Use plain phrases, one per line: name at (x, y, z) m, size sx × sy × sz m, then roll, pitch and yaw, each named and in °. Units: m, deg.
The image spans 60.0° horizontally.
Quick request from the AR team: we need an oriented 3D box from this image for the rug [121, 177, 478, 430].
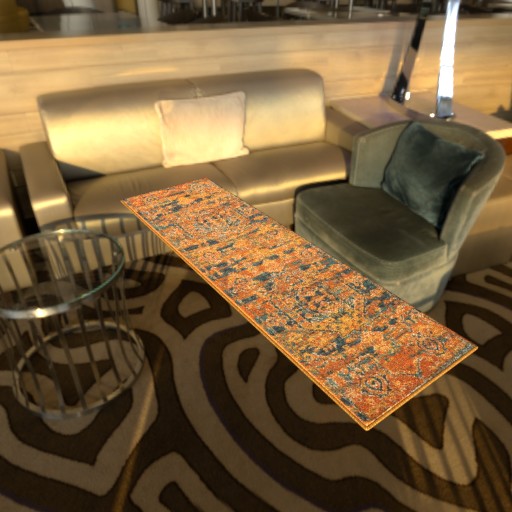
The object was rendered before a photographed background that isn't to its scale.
rug at (0.000, 0.000, 1.991) m, size 0.556 × 0.013 × 1.820 m, roll -21°, pitch 38°, yaw -30°
